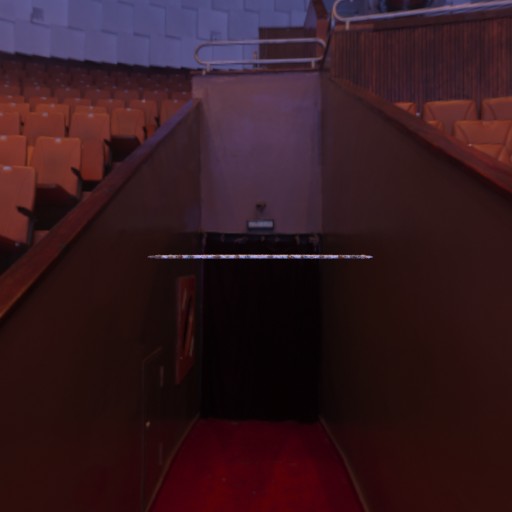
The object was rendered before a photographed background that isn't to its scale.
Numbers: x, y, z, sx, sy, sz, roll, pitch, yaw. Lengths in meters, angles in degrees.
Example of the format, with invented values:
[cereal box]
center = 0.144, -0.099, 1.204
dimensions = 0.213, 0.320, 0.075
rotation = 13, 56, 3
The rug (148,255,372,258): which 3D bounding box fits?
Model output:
[rug]
center = 0.000, 0.000, 2.726
dimensions = 0.769, 0.013, 2.440
rotation = 0, 0, -1
